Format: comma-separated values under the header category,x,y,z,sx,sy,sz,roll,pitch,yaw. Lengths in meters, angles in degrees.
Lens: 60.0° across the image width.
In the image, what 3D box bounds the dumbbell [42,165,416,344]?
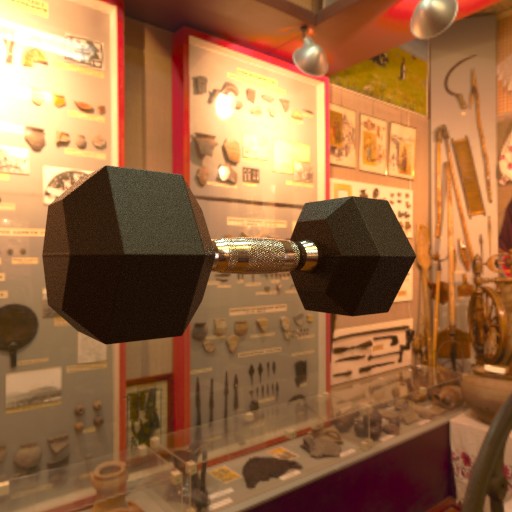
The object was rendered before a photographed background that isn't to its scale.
category,x,y,z,sx,sy,sz,roll,pitch,yaw
dumbbell,0.000,0.000,0.421,0.356,0.123,0.141,0,0,-36
